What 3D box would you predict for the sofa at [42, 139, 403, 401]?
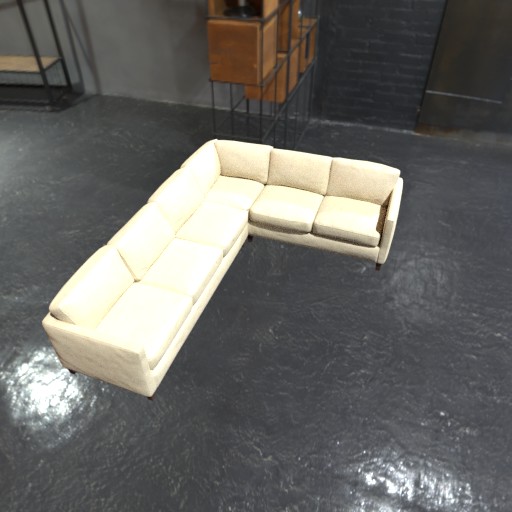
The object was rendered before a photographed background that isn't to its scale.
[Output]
[{"bbox_3d":[0.000,0.000,4.548,2.593,0.947,3.302,13,42,15],"label":"sofa"}]
